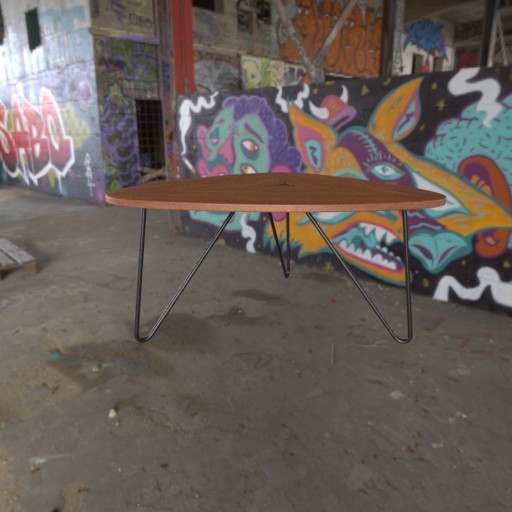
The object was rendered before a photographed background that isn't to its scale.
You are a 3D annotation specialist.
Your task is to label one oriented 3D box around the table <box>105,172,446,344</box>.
[{"bbox_3d":[0.000,0.000,1.320,0.821,0.413,0.833,-7,17,-25],"label":"table"}]
